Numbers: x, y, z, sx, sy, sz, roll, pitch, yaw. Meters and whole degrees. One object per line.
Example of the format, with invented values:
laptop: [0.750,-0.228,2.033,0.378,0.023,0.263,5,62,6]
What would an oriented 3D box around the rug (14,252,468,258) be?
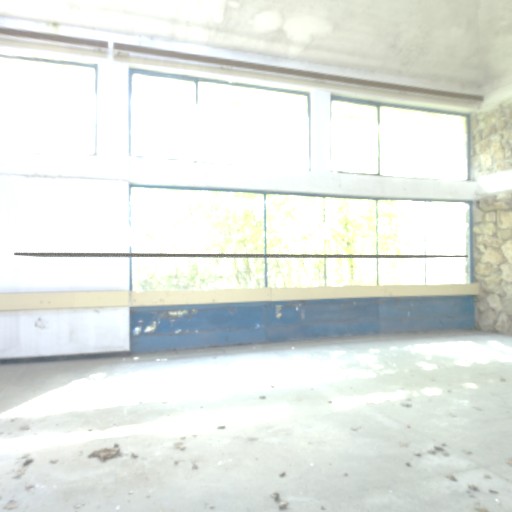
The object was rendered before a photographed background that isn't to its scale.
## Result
rug: [0.000,0.000,1.977,1.827,0.012,0.553,0,-1,-17]
